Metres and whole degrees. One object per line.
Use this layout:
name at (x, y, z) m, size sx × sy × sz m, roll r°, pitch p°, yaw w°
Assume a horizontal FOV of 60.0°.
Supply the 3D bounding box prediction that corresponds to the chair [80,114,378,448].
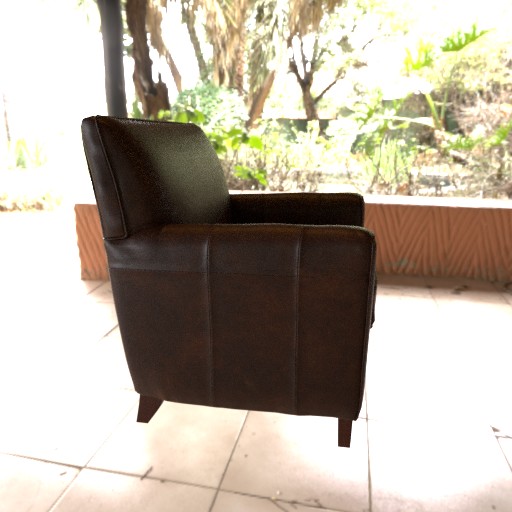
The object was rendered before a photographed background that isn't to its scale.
chair at (0.000, 0.000, 1.594) m, size 0.823 × 0.943 × 0.870 m, roll 3°, pitch 15°, yaw 11°
